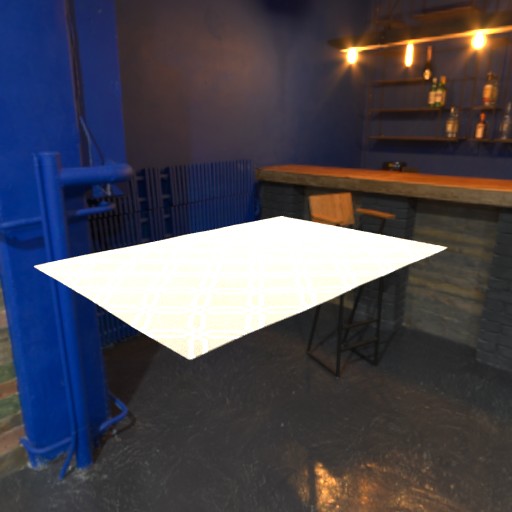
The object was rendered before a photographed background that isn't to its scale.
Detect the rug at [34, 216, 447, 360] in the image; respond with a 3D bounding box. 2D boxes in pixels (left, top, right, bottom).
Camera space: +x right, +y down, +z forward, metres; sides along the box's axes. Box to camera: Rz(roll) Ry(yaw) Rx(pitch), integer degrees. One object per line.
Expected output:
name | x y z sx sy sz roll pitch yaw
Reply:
rug | 0.000 0.000 2.764 2.135 0.013 1.524 -15 22 -42
